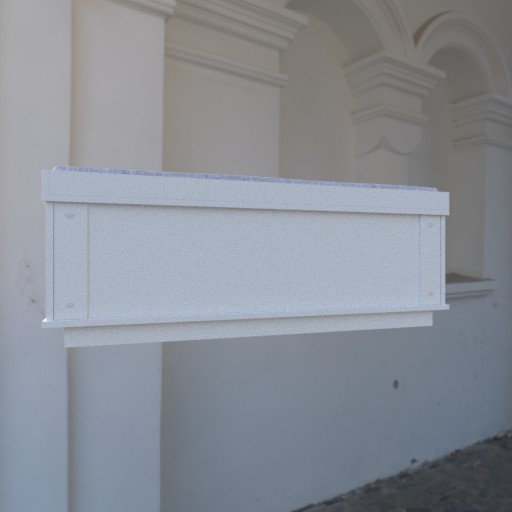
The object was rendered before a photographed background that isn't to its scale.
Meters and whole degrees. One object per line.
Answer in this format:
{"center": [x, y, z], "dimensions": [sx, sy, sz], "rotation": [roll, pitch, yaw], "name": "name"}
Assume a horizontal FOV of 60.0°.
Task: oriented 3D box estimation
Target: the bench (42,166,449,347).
{"center": [0.000, 0.000, 1.419], "dimensions": [1.196, 0.453, 0.363], "rotation": [0, 0, -18], "name": "bench"}
